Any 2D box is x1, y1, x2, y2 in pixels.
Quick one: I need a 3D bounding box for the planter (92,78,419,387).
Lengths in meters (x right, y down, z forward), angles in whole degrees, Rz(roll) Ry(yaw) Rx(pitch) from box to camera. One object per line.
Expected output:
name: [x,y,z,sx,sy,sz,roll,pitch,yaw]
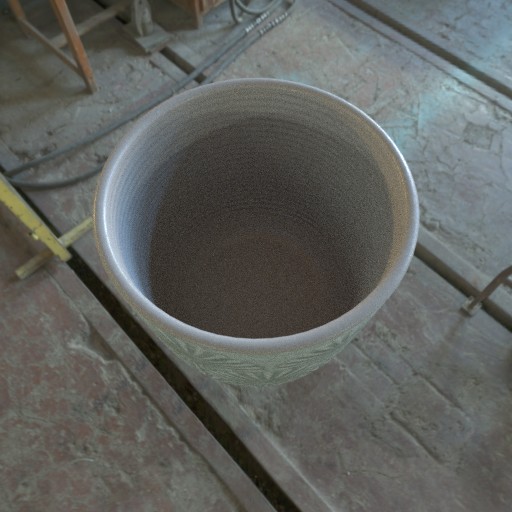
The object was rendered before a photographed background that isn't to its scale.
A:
planter: [0.000,0.000,0.217,0.124,0.109,0.124,0,64,0]
